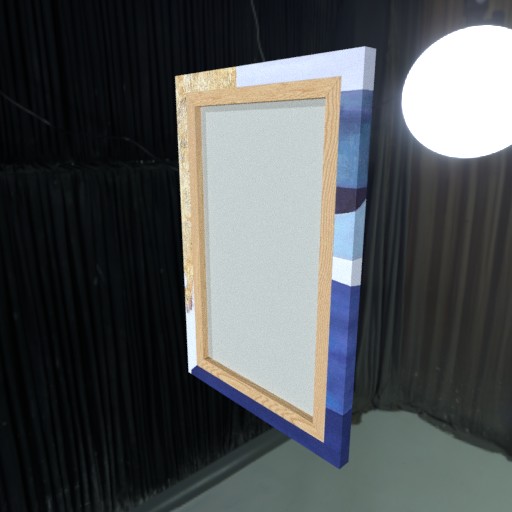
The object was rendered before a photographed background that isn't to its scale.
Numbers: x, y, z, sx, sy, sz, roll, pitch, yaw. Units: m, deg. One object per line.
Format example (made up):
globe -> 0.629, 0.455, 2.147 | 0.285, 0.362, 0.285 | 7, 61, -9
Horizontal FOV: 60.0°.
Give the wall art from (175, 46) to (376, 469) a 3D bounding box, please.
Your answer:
wall art -> 0.000, 0.000, 1.143 | 0.039, 0.911, 0.607 | -14, 21, -42
